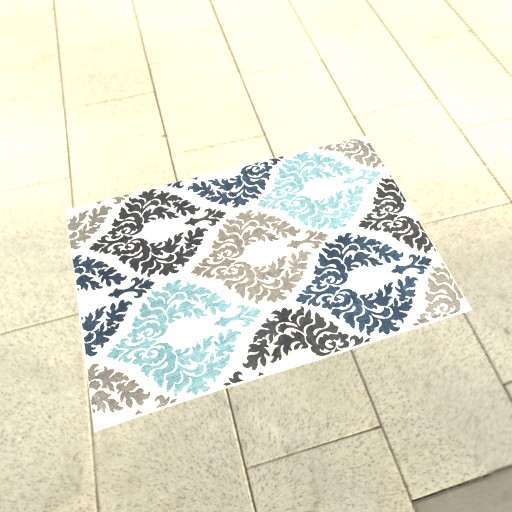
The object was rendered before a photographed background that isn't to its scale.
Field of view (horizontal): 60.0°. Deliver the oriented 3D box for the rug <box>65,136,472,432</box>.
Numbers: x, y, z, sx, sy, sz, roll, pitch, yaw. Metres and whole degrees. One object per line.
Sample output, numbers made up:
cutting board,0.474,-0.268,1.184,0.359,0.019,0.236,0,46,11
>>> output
rug,0.000,0.000,2.864,2.275,0.014,1.514,-16,61,-9
